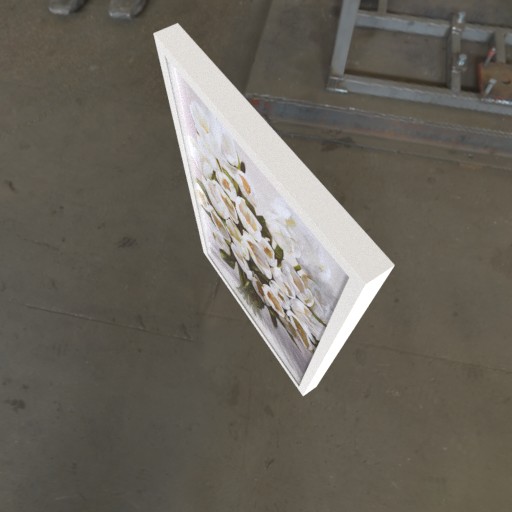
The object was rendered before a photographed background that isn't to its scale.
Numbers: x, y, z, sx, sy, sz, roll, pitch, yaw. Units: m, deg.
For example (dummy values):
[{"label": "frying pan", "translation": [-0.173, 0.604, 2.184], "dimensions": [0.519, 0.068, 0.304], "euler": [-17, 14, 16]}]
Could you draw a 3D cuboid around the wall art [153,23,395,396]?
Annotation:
[{"label": "wall art", "translation": [0.000, 0.000, 0.822], "dimensions": [0.038, 0.657, 0.450], "euler": [-31, 67, -14]}]
